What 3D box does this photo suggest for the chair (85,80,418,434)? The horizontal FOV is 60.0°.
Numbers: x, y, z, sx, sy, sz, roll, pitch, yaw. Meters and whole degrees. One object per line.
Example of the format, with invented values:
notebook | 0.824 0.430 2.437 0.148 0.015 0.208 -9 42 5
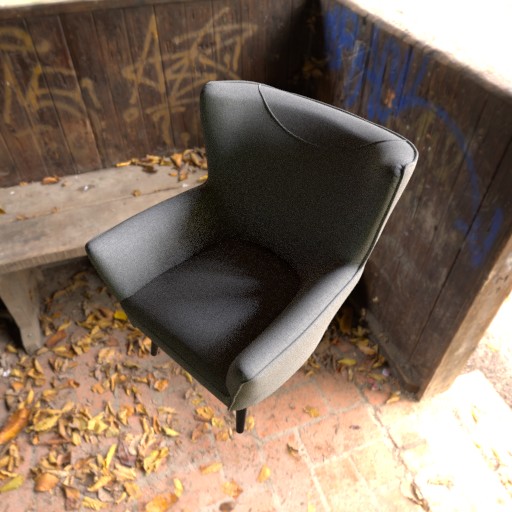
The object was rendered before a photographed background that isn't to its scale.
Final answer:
chair | 0.000 0.000 1.590 0.781 0.933 0.888 32 53 28
